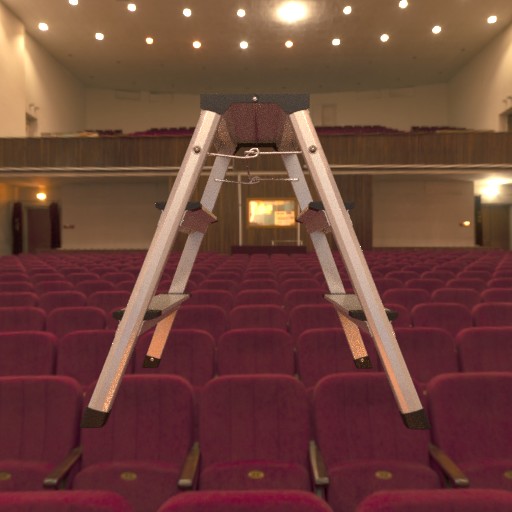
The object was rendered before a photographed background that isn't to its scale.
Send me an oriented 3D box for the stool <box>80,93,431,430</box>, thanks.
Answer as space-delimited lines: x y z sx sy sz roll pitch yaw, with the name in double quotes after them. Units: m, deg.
0.000 0.000 0.994 0.622 0.605 0.437 0 0 1 "stool"
